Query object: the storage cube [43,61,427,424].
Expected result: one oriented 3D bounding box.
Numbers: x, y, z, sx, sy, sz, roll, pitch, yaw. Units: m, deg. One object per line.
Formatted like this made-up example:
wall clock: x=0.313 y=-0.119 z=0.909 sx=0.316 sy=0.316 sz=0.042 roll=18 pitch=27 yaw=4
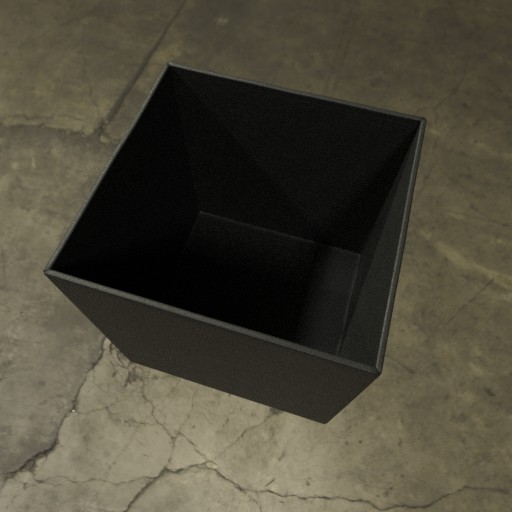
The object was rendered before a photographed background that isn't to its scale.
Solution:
storage cube: x=0.000 y=0.000 z=0.506 sx=0.270 sy=0.280 sz=0.270 roll=15 pitch=63 yaw=8
